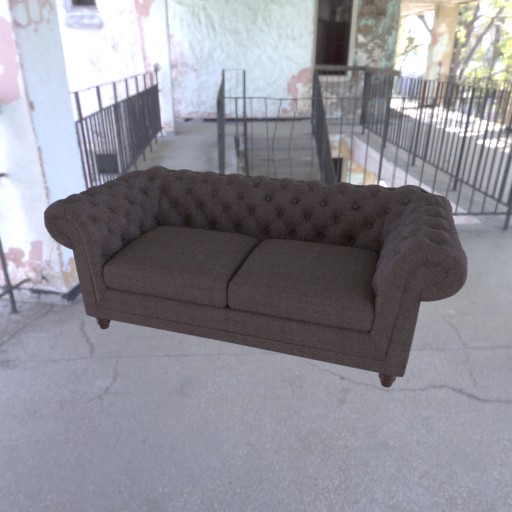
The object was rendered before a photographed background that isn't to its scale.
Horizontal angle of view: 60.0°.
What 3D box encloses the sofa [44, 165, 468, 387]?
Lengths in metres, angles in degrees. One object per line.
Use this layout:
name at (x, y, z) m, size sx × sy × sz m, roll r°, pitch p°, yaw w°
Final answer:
sofa at (0.000, 0.000, 2.518) m, size 2.048 × 0.780 × 0.944 m, roll 8°, pitch 26°, yaw 16°
